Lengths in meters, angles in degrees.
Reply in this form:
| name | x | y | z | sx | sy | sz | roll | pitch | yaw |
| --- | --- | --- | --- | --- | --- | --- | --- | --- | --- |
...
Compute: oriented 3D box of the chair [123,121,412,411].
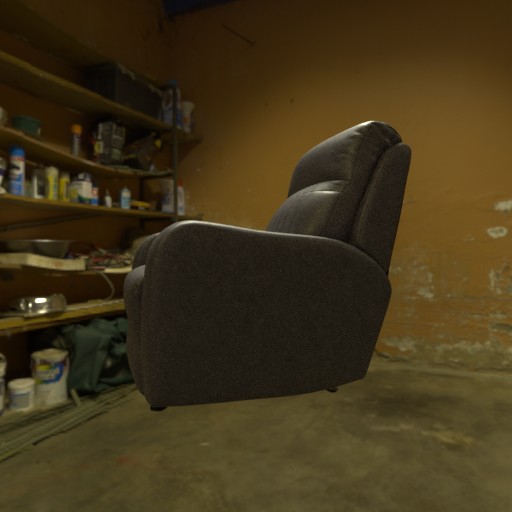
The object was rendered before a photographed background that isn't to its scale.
| name | x | y | z | sx | sy | sz | roll | pitch | yaw |
| --- | --- | --- | --- | --- | --- | --- | --- | --- | --- |
| chair | 0.000 | 0.000 | 1.874 | 1.067 | 1.067 | 0.865 | 0 | 0 | -18 |
